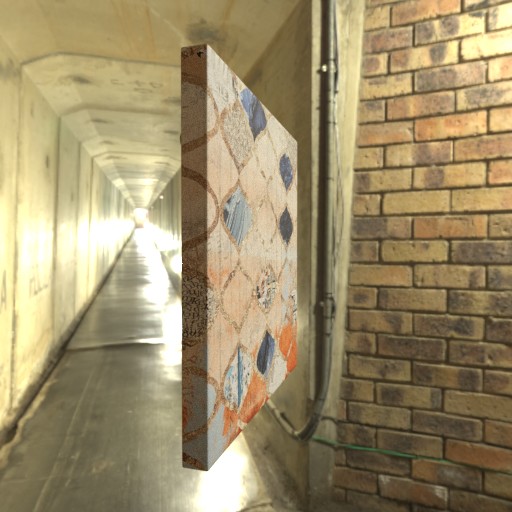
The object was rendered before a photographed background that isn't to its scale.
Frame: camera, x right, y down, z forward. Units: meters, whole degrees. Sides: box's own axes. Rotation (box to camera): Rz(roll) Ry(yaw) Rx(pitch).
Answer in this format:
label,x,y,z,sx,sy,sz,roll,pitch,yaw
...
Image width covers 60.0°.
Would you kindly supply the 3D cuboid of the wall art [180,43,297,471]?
label,x,y,z,sx,sy,sz,roll,pitch,yaw
wall art,0.000,0.000,0.769,0.038,0.508,0.507,0,1,17
